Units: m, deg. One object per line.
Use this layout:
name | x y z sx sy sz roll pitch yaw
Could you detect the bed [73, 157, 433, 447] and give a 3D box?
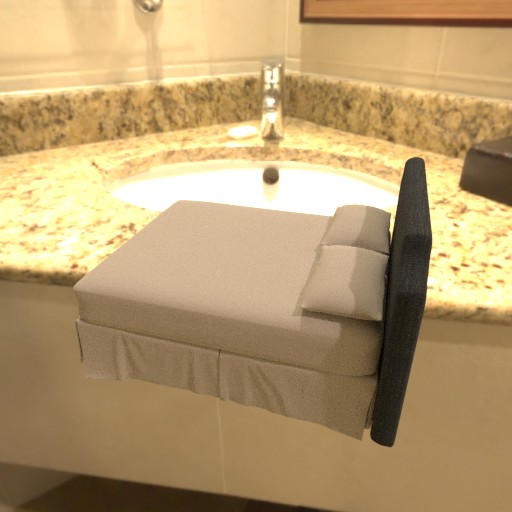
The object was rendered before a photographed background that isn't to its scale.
bed | 0.000 0.000 3.291 2.208 1.297 1.828 8 30 15
